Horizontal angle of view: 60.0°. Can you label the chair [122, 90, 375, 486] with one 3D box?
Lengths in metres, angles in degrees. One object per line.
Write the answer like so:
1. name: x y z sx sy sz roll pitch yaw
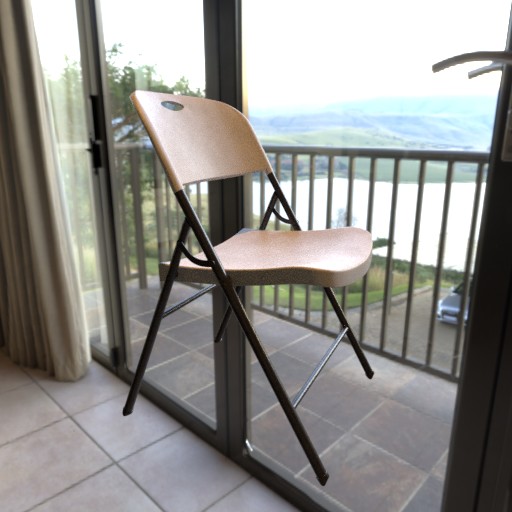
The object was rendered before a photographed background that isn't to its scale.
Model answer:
1. chair: 0.000 0.000 1.145 0.566 0.810 0.494 7 17 25
